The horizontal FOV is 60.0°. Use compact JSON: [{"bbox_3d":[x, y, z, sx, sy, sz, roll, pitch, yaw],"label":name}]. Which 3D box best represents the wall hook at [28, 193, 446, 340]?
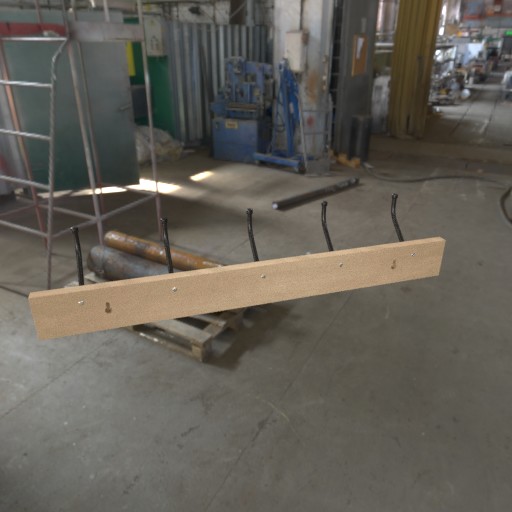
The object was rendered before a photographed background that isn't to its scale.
[{"bbox_3d":[0.000,0.000,0.618,0.571,0.117,0.071,-8,27,-15],"label":"wall hook"}]
